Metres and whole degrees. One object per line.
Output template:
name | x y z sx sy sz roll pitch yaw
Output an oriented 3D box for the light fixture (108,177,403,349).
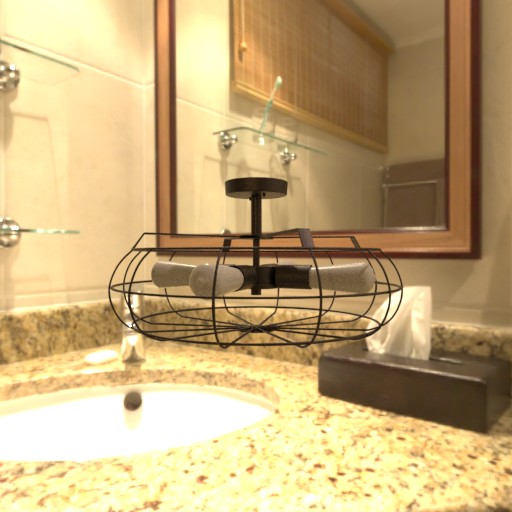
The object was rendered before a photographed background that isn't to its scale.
light fixture | 0.000 0.000 0.931 0.582 0.311 0.582 0 1 0
